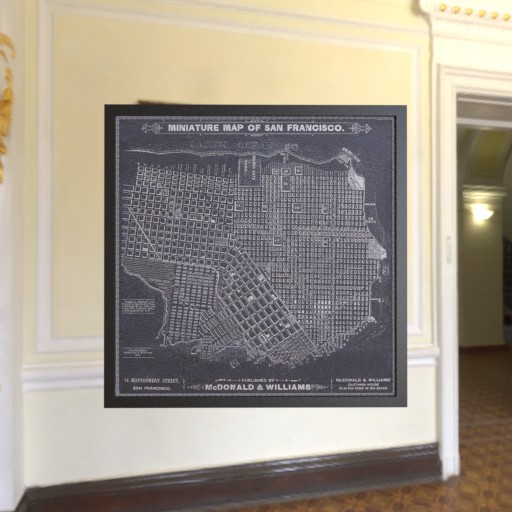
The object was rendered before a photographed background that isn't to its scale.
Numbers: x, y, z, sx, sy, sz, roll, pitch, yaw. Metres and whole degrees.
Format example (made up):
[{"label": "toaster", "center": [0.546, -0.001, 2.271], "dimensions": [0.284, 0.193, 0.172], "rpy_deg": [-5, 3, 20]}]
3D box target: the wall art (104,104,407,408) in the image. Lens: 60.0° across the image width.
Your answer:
[{"label": "wall art", "center": [0.000, 0.000, 1.191], "dimensions": [0.807, 0.807, 0.022], "rpy_deg": [0, 0, 0]}]
